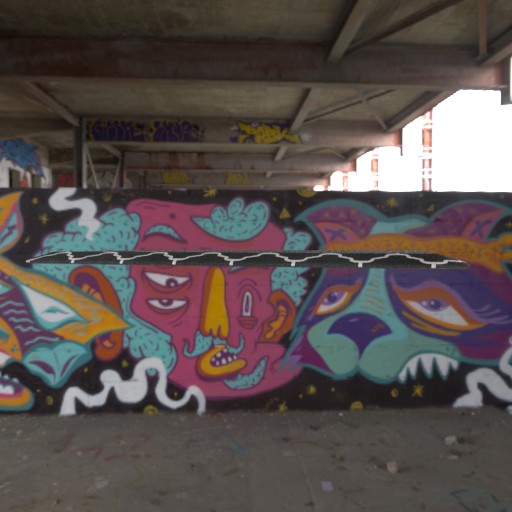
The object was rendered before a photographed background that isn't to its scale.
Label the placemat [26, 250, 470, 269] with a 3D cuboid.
[{"bbox_3d":[0.000,0.000,0.942,0.762,0.021,0.508,0,1,17],"label":"placemat"}]
